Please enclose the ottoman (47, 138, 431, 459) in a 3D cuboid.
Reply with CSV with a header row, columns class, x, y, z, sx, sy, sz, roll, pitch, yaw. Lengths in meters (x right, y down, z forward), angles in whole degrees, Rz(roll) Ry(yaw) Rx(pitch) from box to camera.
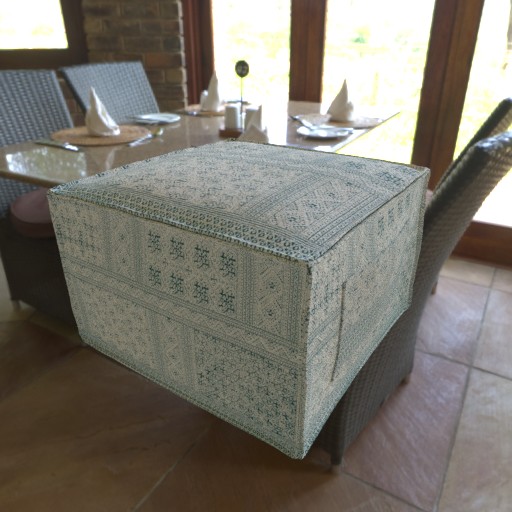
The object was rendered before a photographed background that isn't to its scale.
class,x,y,z,sx,sy,sz,roll,pitch,yaw
ottoman,0.000,0.000,1.046,0.626,0.439,0.617,17,31,30
